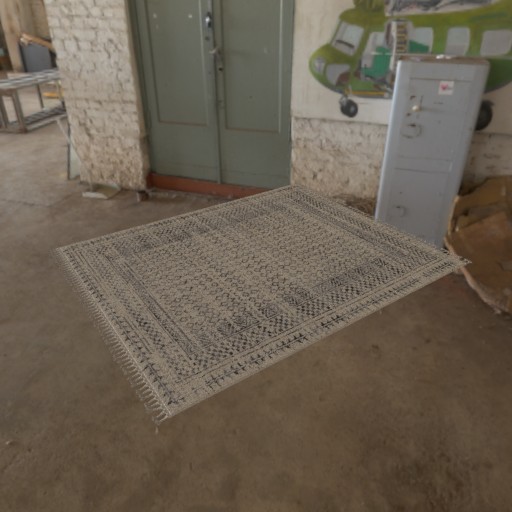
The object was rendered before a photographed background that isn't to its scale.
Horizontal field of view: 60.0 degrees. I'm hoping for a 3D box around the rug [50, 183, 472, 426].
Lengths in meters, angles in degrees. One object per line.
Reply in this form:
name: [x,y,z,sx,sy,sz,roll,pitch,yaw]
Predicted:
rug: [0.000,0.000,3.883,2.940,0.013,2.312,-20,36,-30]
